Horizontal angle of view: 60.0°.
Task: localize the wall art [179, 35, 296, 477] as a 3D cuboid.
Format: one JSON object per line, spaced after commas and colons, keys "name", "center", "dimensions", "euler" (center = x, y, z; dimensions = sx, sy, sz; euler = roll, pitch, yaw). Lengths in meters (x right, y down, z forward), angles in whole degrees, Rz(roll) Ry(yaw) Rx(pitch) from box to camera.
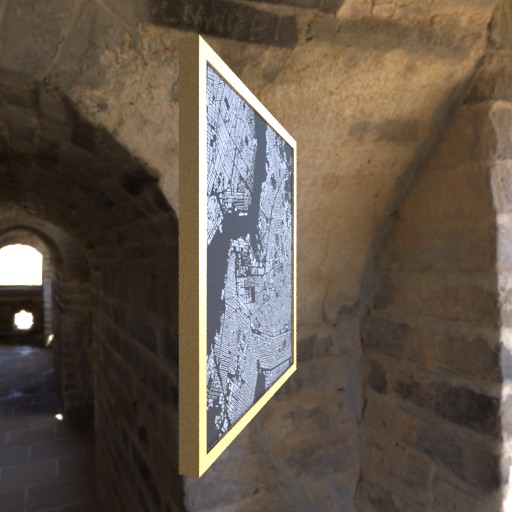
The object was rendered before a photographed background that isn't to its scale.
{"name": "wall art", "center": [0.000, 0.000, 2.861], "dimensions": [0.099, 1.926, 1.926], "euler": [0, 0, 18]}
